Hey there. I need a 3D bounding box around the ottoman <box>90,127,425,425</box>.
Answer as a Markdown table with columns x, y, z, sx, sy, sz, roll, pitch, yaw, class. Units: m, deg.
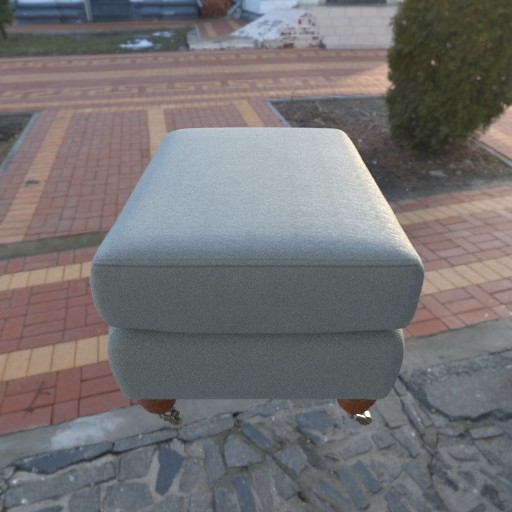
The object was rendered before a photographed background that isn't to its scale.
| x | y | z | sx | sy | sz | roll | pitch | yaw | class |
| --- | --- | --- | --- | --- | --- | --- | --- | --- | --- |
| 0.000 | 0.000 | 1.129 | 0.569 | 0.499 | 0.773 | 0 | 32 | 0 | ottoman |
